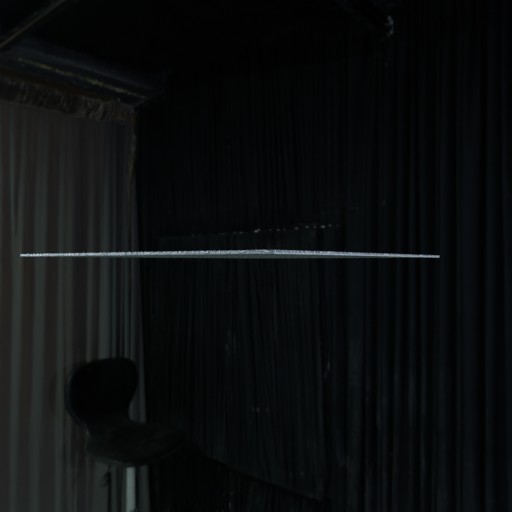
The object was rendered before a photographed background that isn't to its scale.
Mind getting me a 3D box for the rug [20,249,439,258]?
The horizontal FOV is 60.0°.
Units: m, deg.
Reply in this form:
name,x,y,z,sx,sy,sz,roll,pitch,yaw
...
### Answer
name,x,y,z,sx,sy,sz,roll,pitch,yaw
rug,0.000,0.000,4.042,2.456,0.021,3.042,0,-1,36
